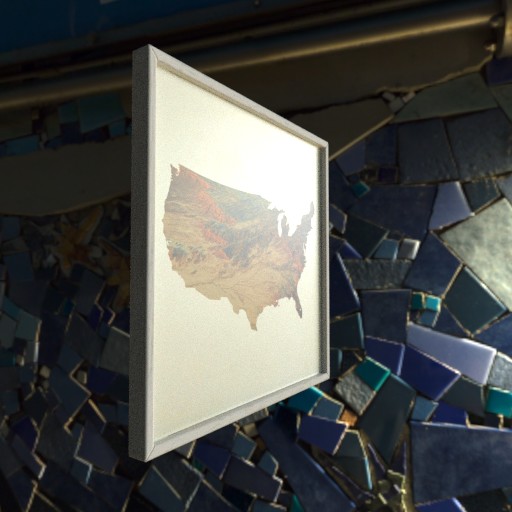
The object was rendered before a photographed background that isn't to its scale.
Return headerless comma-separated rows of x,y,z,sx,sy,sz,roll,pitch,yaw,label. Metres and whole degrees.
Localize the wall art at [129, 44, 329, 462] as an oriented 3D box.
0.000,0.000,1.911,0.078,1.288,1.287,-1,-3,35,wall art
